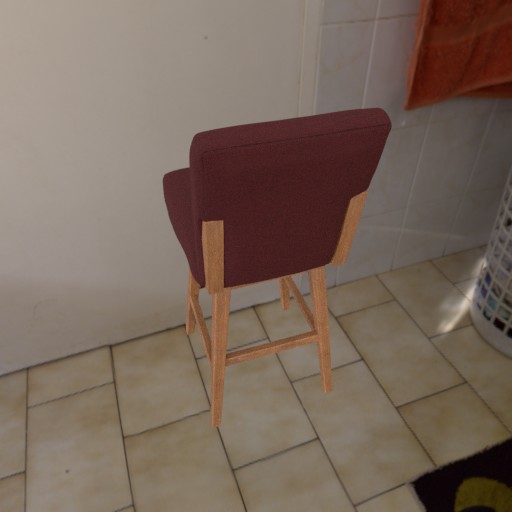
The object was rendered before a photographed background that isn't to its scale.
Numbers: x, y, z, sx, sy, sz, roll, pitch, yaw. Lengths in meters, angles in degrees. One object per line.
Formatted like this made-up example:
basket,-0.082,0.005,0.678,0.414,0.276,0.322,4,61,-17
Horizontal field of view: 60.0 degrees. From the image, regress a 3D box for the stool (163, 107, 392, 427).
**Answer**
stool,0.000,0.000,1.383,0.468,1.093,0.562,-12,42,-14
